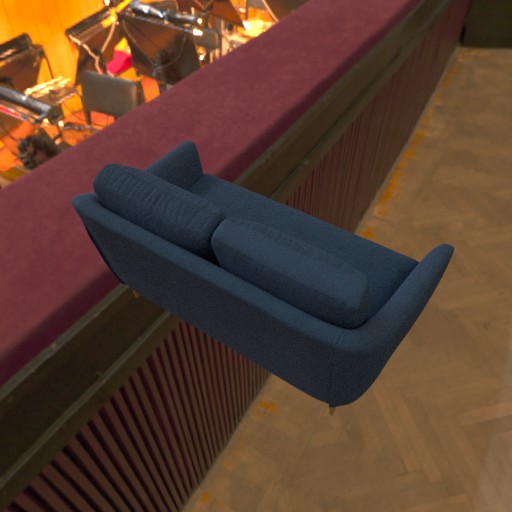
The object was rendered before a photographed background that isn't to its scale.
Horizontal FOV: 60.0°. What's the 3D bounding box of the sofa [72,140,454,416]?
[{"bbox_3d":[0.000,0.000,2.196,1.619,0.902,0.960,26,51,23],"label":"sofa"}]
